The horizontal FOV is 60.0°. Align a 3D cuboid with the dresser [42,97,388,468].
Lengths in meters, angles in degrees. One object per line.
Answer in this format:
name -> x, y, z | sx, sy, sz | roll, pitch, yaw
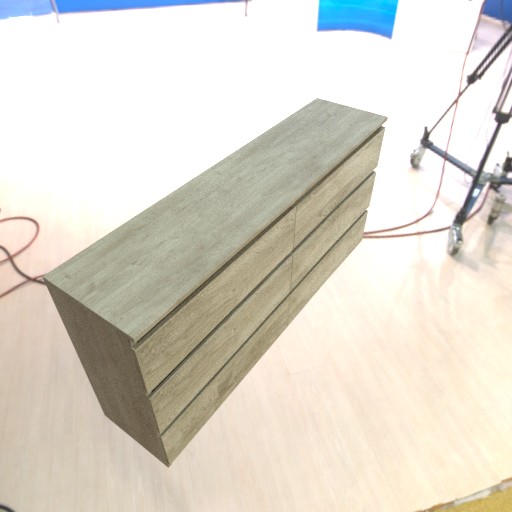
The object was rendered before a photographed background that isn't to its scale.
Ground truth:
dresser -> 0.000, 0.000, 1.941 | 0.390, 0.795, 1.590 | 25, 48, 26
